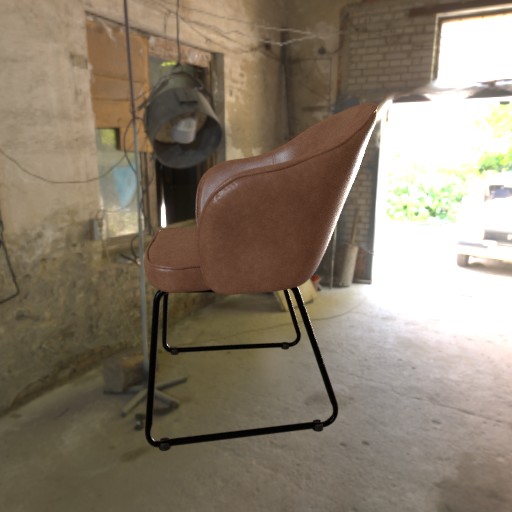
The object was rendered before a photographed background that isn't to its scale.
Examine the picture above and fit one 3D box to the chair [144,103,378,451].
[{"bbox_3d":[0.000,0.000,1.200,0.580,0.785,0.582,-2,14,-7],"label":"chair"}]
